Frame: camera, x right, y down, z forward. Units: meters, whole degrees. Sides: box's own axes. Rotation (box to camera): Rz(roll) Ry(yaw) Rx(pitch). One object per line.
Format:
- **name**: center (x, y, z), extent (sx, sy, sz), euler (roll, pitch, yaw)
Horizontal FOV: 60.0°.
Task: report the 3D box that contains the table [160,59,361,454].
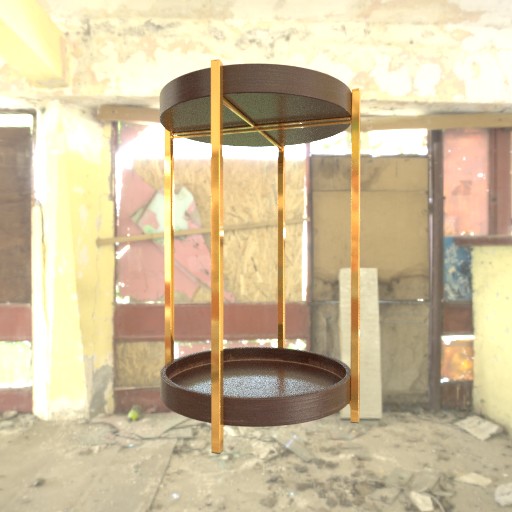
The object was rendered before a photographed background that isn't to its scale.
- **table**: center (0.000, 0.000, 0.875), extent (0.400, 0.610, 0.400), euler (0, 1, 18)
